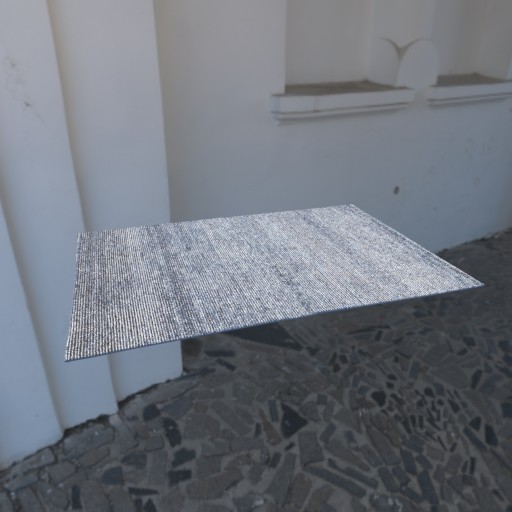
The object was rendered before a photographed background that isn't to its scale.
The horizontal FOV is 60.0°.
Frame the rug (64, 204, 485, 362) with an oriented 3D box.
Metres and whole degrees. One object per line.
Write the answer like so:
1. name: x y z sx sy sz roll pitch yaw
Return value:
1. rug: 0.000 0.000 3.006 2.349 0.030 1.624 -8 26 -16
